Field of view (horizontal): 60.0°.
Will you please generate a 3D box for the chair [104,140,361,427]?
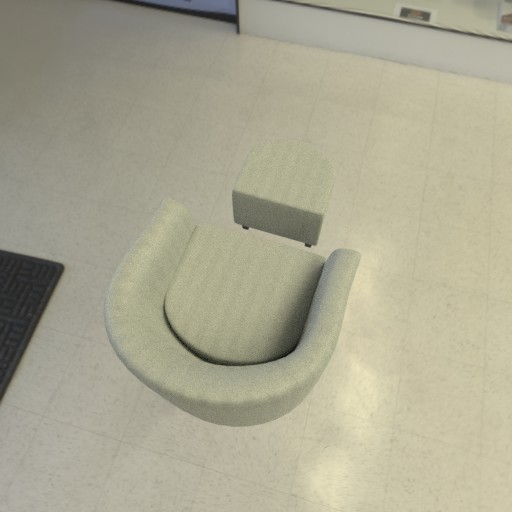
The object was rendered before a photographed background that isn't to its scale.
[{"bbox_3d":[0.000,0.000,1.746,0.756,0.757,1.288,16,63,9],"label":"chair"}]
